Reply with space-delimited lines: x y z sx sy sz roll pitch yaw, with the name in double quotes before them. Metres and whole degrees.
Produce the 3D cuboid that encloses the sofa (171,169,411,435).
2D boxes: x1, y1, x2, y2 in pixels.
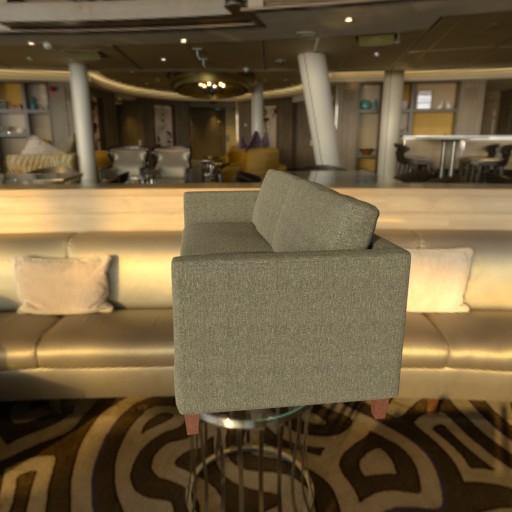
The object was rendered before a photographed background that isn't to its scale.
"sofa" 0.000 0.000 2.752 0.948 0.965 2.208 -2 15 -8
